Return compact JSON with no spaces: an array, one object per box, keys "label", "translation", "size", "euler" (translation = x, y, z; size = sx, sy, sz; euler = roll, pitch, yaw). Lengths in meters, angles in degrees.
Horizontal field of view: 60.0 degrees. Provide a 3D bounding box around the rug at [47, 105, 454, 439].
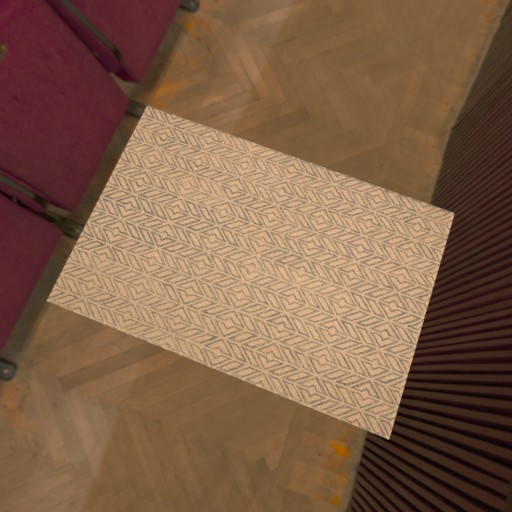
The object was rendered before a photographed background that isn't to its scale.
[{"label":"rug","translation":[0.000,0.000,2.330],"size":[1.824,0.008,1.220],"euler":[21,76,5]}]
